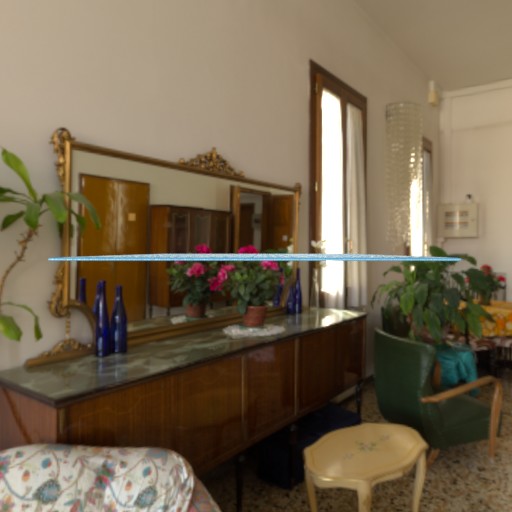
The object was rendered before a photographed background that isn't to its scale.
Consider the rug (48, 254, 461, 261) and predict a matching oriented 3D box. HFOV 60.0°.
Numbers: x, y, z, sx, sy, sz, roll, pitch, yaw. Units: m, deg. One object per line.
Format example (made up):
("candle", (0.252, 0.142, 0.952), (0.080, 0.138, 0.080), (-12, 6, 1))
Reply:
("rug", (0.000, 0.000, 3.975), (2.350, 0.018, 2.964), (0, 1, 1))
